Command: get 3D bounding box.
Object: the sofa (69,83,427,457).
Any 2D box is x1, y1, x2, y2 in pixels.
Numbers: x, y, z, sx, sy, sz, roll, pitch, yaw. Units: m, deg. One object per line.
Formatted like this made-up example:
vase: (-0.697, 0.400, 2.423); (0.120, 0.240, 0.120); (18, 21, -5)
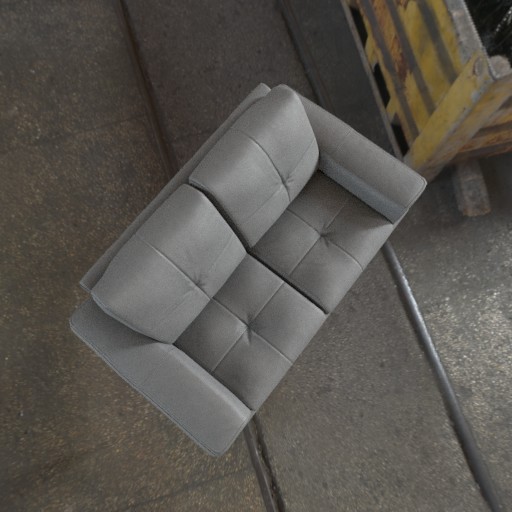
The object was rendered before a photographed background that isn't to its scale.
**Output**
sofa: (0.000, 0.000, 2.368); (1.018, 0.907, 1.806); (38, 79, 9)
